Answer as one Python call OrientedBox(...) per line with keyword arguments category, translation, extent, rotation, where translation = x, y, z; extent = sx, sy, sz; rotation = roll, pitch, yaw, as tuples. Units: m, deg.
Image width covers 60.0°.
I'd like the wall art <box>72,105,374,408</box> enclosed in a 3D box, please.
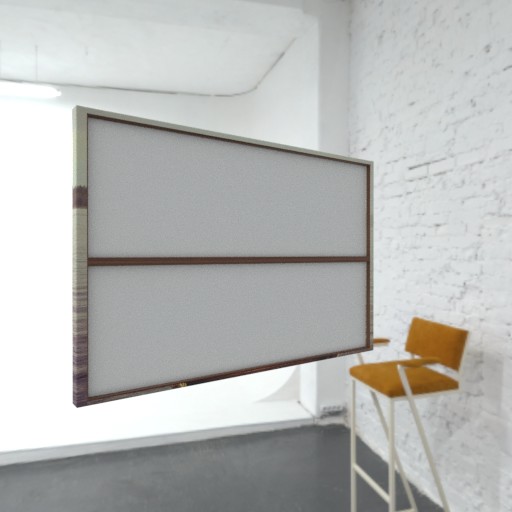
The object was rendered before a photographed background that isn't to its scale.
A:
OrientedBox(category="wall art", translation=(0.000, 0.000, 1.470), extent=(1.149, 0.765, 0.040), rotation=(0, 0, -36))
